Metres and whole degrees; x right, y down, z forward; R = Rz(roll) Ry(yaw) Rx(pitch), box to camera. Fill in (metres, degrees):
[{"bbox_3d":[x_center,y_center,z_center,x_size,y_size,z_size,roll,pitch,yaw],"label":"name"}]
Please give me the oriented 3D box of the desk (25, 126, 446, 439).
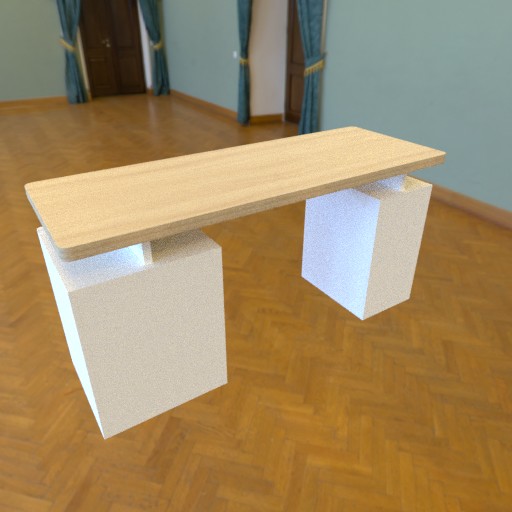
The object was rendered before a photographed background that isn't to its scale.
[{"bbox_3d":[0.000,0.000,1.821,1.500,0.755,0.550,-18,34,-28],"label":"desk"}]
